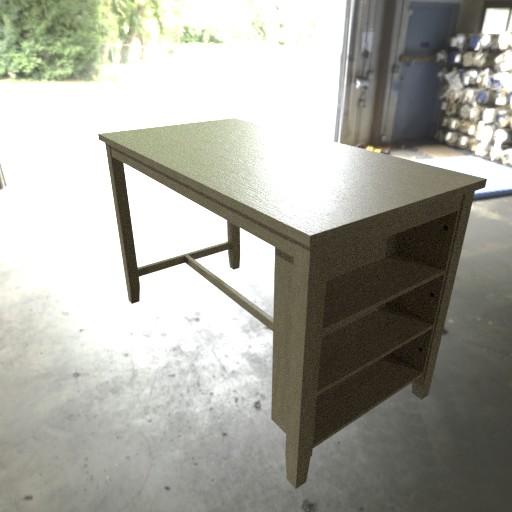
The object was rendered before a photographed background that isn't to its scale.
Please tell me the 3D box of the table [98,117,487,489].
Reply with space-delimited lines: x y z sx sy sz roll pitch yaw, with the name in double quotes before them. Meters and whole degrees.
"table" 0.000 0.000 1.861 0.729 0.874 1.397 -18 32 -32
